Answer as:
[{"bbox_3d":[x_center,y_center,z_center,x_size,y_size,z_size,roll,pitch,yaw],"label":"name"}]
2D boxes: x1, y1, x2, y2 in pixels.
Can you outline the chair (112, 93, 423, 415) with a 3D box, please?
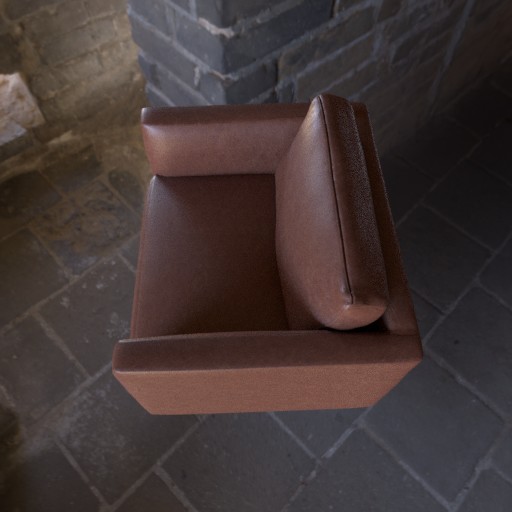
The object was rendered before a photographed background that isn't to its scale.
[{"bbox_3d":[0.000,0.000,1.786,0.959,0.917,1.107,-2,60,-1],"label":"chair"}]
